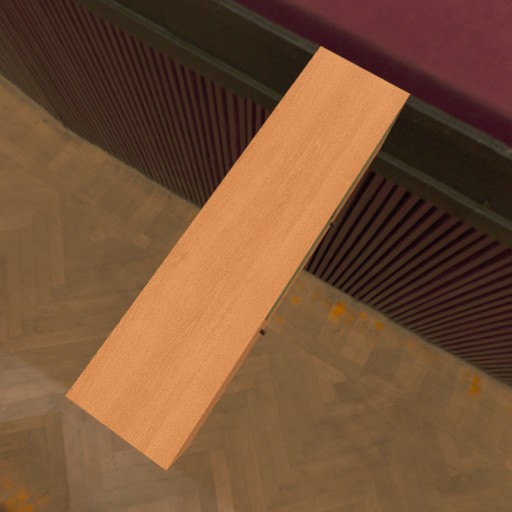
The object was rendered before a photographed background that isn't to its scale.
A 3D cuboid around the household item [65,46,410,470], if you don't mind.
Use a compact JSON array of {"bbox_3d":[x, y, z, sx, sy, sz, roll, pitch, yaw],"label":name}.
[{"bbox_3d":[0.000,0.000,1.770,0.400,0.600,1.550,32,77,8],"label":"household item"}]
